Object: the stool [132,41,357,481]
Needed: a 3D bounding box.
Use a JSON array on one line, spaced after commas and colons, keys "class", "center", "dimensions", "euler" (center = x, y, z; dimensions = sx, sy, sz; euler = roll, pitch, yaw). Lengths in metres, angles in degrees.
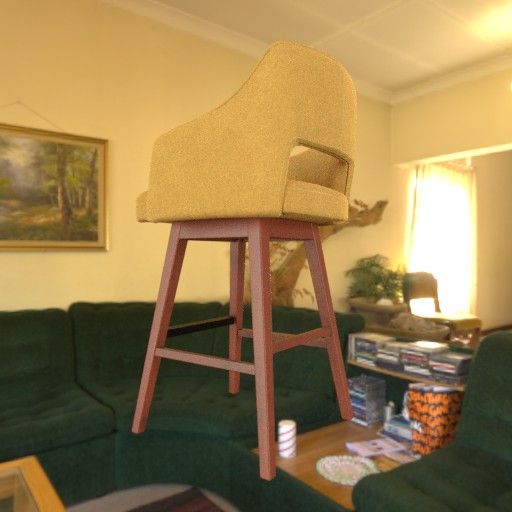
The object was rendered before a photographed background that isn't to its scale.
[{"class": "stool", "center": [0.000, 0.000, 1.306], "dimensions": [0.558, 1.012, 0.548], "euler": [0, 0, 35]}]
